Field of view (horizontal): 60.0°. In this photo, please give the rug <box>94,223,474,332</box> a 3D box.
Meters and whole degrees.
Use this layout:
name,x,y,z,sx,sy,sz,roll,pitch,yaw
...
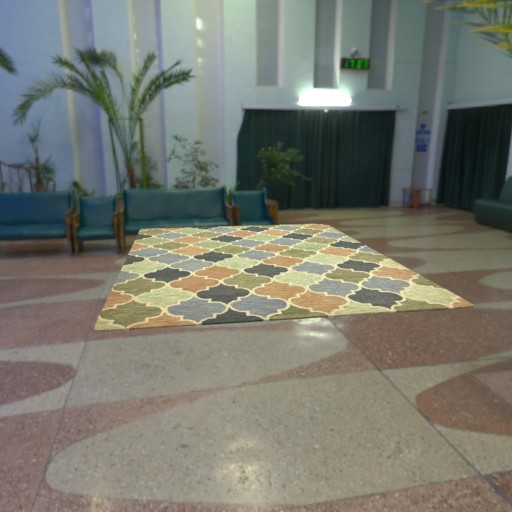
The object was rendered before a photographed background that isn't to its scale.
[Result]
name,x,y,z,sx,sy,sz,roll,pitch,yaw
rug,0.000,0.000,4.278,2.439,0.013,3.200,-2,14,-9
